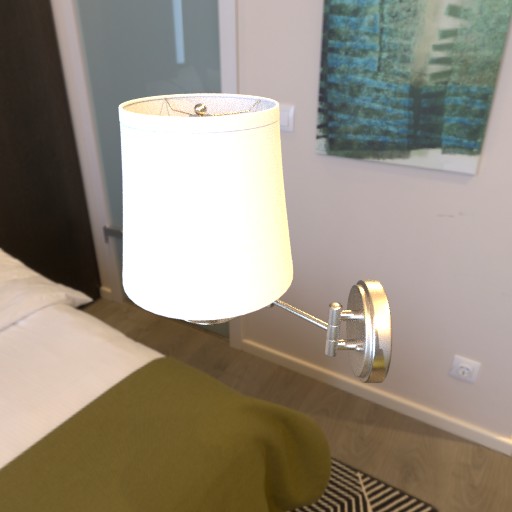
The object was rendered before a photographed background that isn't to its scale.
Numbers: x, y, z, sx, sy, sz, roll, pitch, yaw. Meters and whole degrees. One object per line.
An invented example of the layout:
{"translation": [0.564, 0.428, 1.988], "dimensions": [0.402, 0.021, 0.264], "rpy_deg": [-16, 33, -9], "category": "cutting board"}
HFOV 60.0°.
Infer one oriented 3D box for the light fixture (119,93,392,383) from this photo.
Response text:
{"translation": [0.000, 0.000, 0.581], "dimensions": [0.348, 0.381, 0.223], "rpy_deg": [0, 27, 1], "category": "light fixture"}
